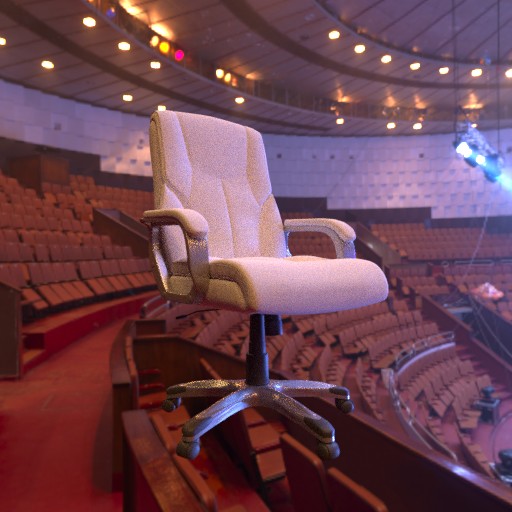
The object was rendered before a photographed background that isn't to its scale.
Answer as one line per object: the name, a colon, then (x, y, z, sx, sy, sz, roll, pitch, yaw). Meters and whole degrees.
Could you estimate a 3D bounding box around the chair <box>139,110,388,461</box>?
chair: (0.000, 0.000, 1.503, 0.687, 1.120, 0.738, 0, 0, -36)
